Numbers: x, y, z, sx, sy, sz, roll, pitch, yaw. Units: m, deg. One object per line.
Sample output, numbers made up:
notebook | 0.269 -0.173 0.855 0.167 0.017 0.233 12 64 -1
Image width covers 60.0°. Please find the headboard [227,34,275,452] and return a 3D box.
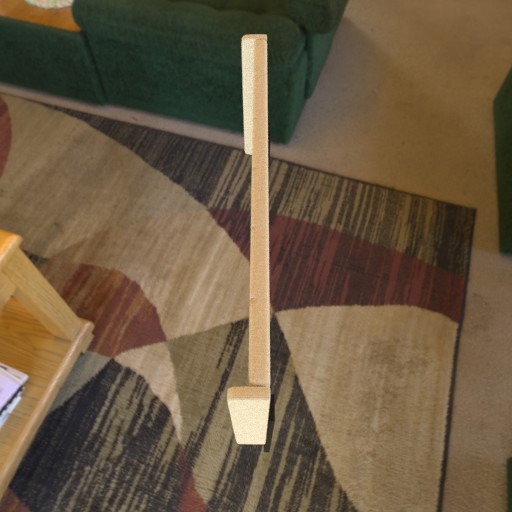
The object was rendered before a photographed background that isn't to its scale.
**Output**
headboard | 0.000 0.000 2.652 0.184 1.524 2.051 0 58 0
